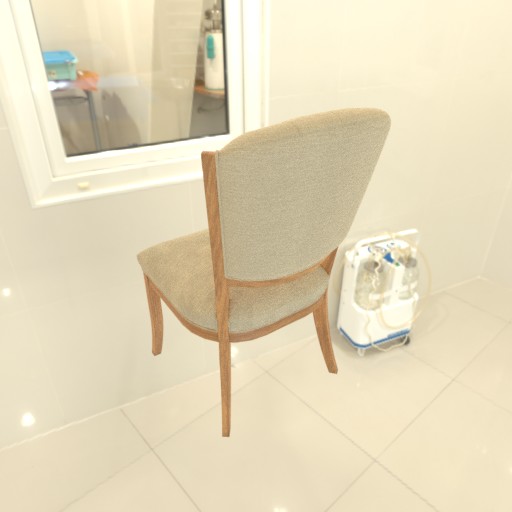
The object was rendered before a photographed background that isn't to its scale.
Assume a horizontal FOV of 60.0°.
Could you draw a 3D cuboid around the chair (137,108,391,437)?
[{"bbox_3d":[0.000,0.000,1.269,0.513,0.905,0.584,-20,37,-29],"label":"chair"}]
